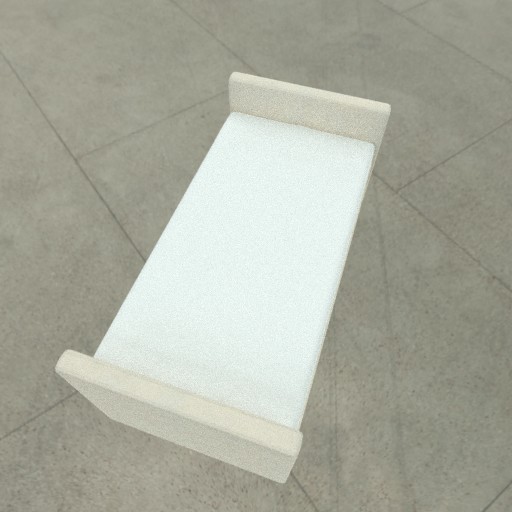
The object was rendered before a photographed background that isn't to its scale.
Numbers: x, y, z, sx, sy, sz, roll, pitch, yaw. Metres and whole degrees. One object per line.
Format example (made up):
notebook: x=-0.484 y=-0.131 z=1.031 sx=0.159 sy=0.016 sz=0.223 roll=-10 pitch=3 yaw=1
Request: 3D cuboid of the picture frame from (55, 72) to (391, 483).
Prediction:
picture frame: x=0.000 y=0.000 z=2.679 sx=1.069 sy=0.891 sz=2.161 roll=16 pitch=58 yaw=10
